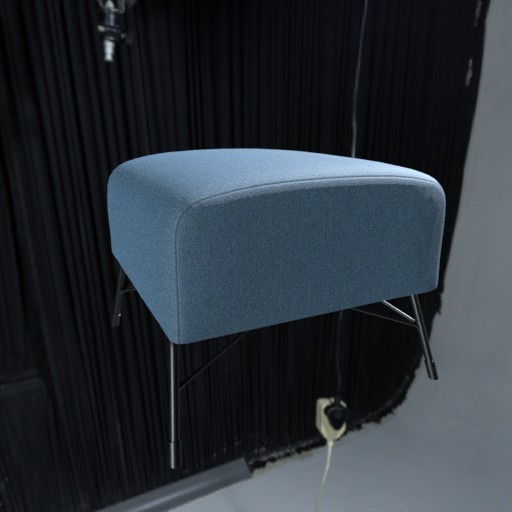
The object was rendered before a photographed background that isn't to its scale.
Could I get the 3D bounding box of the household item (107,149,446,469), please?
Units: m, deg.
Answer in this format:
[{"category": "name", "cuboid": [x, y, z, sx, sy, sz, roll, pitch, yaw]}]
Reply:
[{"category": "household item", "cuboid": [0.000, 0.000, 0.906, 0.530, 0.420, 0.530, -8, 19, -25]}]
